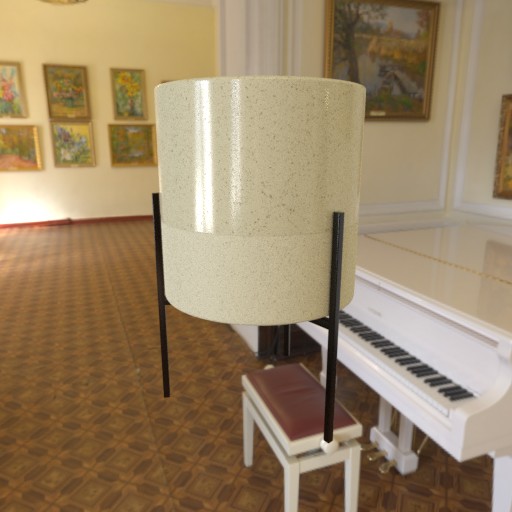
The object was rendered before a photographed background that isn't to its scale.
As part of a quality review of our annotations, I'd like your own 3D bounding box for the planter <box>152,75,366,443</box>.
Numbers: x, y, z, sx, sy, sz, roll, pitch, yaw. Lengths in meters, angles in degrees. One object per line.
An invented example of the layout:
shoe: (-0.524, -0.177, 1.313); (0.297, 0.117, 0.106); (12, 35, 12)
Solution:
planter: (0.000, 0.000, 0.550); (0.243, 0.390, 0.234); (-2, 15, -9)
